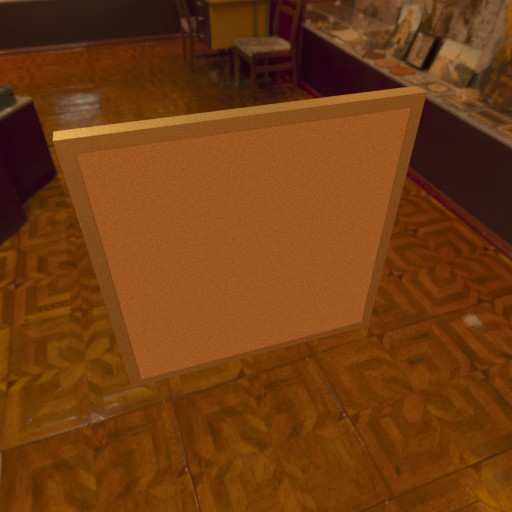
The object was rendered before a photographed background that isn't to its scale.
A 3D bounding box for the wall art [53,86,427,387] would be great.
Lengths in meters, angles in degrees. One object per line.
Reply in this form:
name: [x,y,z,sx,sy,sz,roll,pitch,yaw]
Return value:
wall art: [0.000,0.000,2.853,1.926,1.926,0.099,-12,42,-13]
